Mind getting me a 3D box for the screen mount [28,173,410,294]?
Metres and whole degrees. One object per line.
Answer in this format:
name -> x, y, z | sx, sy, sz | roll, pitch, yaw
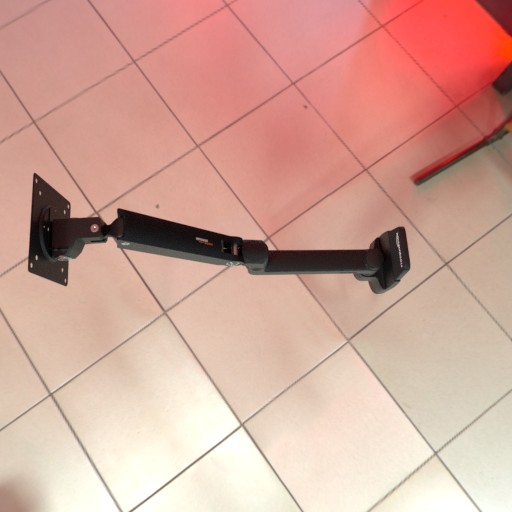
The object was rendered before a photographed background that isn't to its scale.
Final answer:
screen mount -> 0.000, 0.000, 0.715 | 0.495, 0.466, 0.115 | -3, 77, -1
